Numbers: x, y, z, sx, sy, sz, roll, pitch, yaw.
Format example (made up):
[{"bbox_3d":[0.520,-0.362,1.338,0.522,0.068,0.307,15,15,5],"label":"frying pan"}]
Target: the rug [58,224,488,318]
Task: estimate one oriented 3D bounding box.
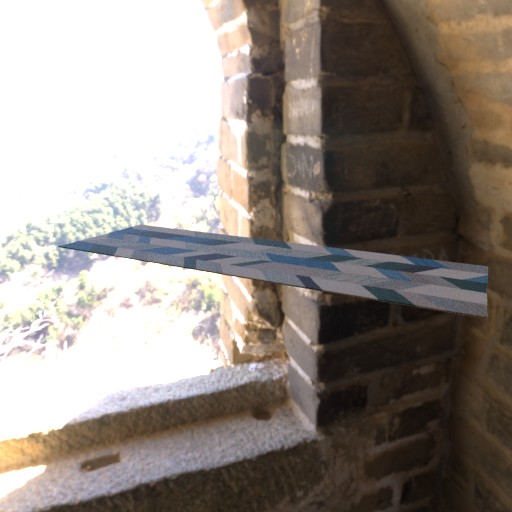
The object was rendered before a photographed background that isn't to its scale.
[{"bbox_3d":[0.000,0.000,2.602,2.437,0.008,0.774,8,18,26],"label":"rug"}]
